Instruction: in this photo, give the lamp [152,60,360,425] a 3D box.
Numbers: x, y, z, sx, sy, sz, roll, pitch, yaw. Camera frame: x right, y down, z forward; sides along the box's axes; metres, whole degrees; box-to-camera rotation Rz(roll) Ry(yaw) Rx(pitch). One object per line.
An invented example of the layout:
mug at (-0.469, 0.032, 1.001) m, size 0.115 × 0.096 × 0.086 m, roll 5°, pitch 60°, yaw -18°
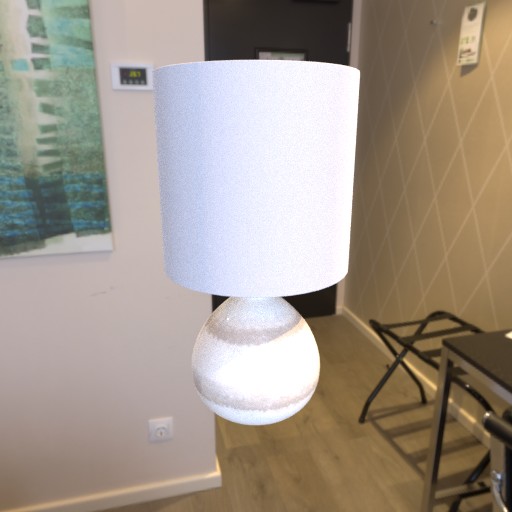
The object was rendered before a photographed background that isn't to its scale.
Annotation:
lamp at (0.000, 0.000, 0.529) m, size 0.217 × 0.404 × 0.217 m, roll -16°, pitch 23°, yaw -43°
